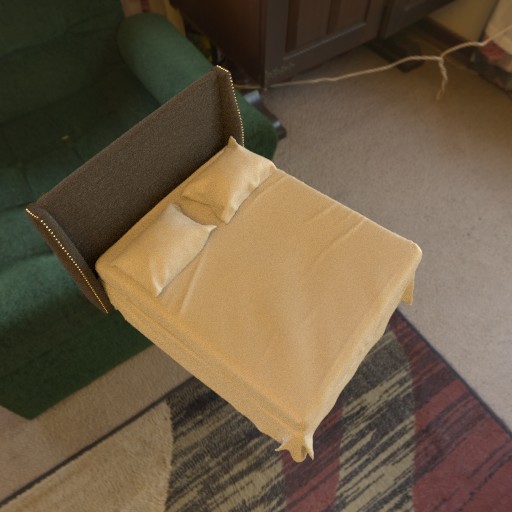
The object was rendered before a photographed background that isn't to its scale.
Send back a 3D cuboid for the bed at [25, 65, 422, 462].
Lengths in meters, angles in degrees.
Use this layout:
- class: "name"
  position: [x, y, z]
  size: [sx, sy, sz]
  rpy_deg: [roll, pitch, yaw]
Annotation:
- class: "bed"
  position: [0.000, 0.000, 3.372]
  size: [2.276, 1.332, 1.925]
  rpy_deg: [33, 63, 19]
